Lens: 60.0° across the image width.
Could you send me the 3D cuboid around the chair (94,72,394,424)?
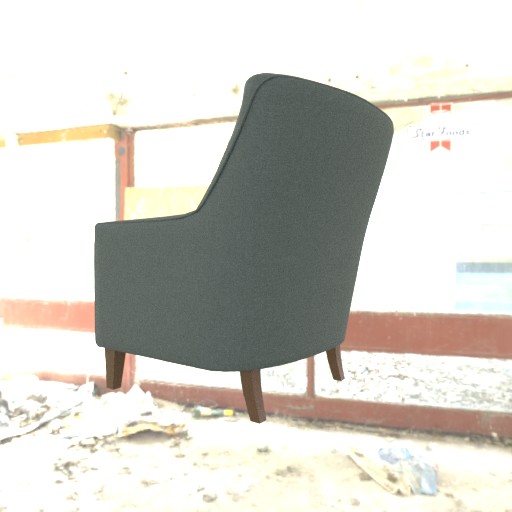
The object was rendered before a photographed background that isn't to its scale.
[{"bbox_3d":[0.000,0.000,1.553,0.879,0.916,0.756,0,1,37],"label":"chair"}]
